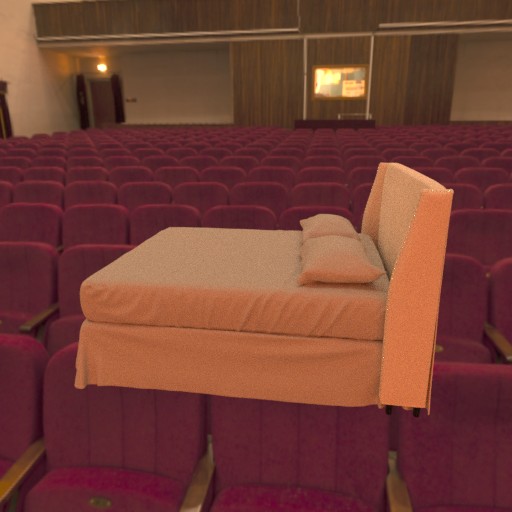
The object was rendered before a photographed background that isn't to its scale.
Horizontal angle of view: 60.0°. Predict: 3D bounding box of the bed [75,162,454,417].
[{"bbox_3d":[0.000,0.000,3.401,2.276,1.332,1.925,2,16,8],"label":"bed"}]
